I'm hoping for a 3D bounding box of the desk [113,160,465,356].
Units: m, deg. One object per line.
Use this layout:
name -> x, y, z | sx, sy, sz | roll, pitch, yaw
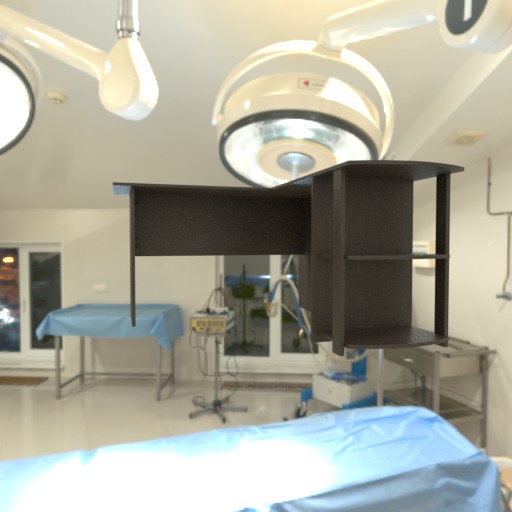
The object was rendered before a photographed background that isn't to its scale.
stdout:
desk -> 0.000, 0.000, 2.119 | 1.303, 0.716, 1.361 | -1, 2, -17
